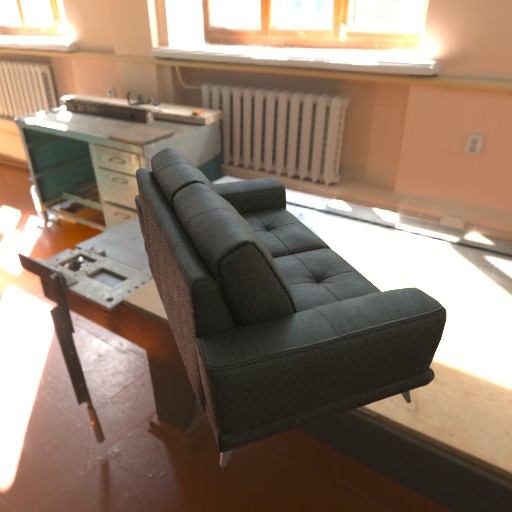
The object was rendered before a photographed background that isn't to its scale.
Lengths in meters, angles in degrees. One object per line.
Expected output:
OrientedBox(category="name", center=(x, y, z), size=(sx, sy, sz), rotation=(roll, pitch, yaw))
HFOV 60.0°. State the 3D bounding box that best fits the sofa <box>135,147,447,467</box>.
OrientedBox(category="sofa", center=(0.000, 0.000, 2.368), size=(1.018, 0.907, 1.806), rotation=(-11, 31, -19))
